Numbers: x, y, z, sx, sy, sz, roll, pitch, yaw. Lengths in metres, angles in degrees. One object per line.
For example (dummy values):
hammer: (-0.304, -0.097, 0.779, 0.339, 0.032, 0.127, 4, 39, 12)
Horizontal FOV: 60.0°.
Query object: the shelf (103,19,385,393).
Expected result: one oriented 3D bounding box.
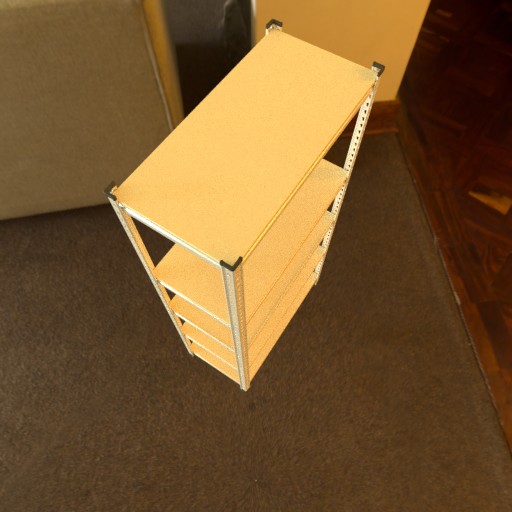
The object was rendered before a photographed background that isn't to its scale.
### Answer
shelf: (0.000, 0.000, 2.199, 0.457, 1.829, 0.914, 30, 67, 14)
